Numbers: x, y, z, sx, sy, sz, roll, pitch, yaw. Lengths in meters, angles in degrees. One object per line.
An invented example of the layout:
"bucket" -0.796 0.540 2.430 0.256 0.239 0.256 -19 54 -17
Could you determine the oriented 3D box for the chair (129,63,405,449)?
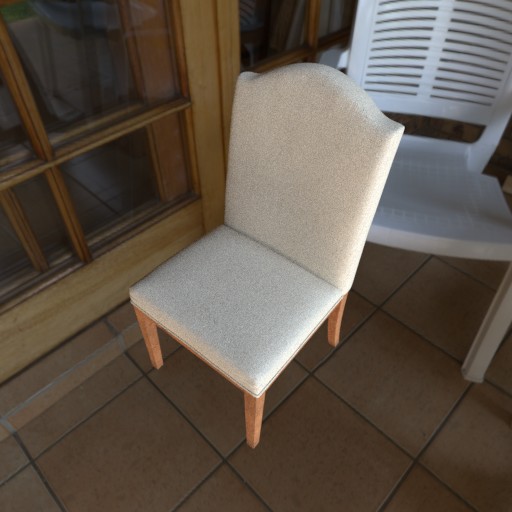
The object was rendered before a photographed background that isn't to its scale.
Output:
"chair" 0.000 0.000 1.403 0.534 1.012 0.648 30 53 26
